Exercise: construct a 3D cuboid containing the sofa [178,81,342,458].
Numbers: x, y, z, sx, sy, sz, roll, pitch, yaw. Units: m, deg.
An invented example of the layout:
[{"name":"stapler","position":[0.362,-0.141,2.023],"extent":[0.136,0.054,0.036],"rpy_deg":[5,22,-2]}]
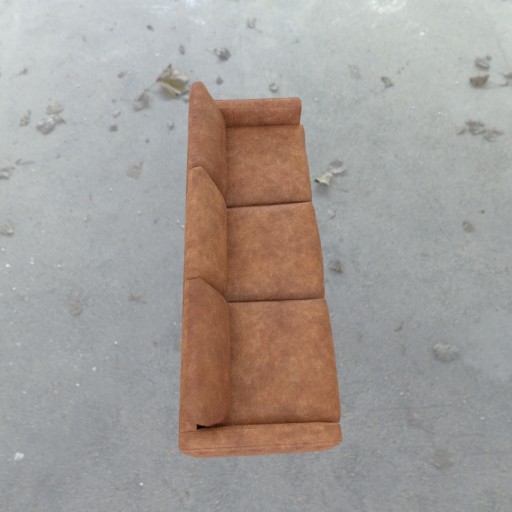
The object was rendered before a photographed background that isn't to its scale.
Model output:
[{"name":"sofa","position":[0.000,0.000,2.479],"extent":[0.748,0.863,2.029],"rpy_deg":[-2,64,-1]}]
